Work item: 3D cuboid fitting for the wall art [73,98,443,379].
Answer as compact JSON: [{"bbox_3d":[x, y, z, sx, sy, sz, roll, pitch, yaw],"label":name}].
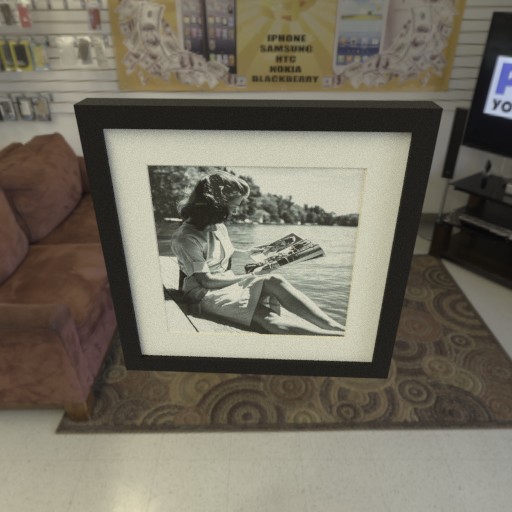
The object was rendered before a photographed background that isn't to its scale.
[{"bbox_3d":[0.000,0.000,0.458,0.308,0.305,0.030,1,30,2],"label":"wall art"}]
